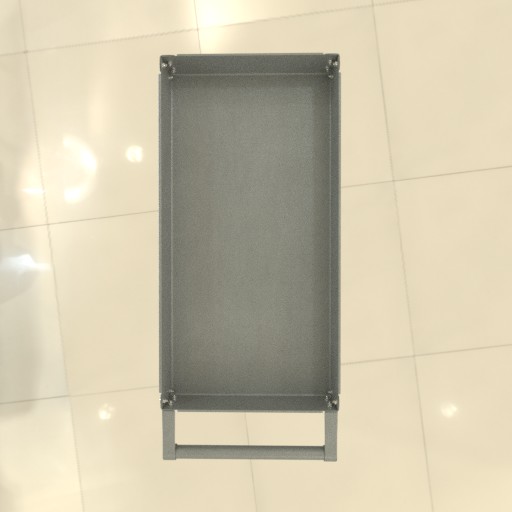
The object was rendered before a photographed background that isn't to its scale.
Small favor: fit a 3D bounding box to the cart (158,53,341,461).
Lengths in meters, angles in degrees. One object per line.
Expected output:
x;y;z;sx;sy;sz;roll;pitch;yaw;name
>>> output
0.000;0.000;1.185;0.366;0.719;0.779;0;90;1;cart
